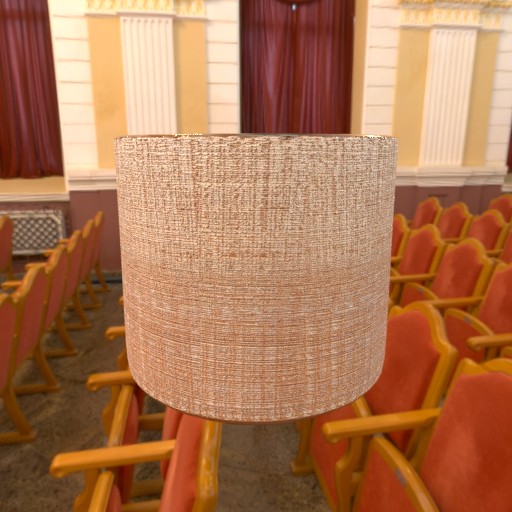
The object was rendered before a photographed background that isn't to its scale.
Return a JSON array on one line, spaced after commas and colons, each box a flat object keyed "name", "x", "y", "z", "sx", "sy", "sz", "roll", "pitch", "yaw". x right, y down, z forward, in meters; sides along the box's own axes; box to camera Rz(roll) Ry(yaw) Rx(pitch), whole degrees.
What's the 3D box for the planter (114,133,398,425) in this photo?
[{"name": "planter", "x": 0.000, "y": 0.000, "z": 0.302, "sx": 0.177, "sy": 0.157, "sz": 0.177, "roll": 0, "pitch": 14, "yaw": 0}]
